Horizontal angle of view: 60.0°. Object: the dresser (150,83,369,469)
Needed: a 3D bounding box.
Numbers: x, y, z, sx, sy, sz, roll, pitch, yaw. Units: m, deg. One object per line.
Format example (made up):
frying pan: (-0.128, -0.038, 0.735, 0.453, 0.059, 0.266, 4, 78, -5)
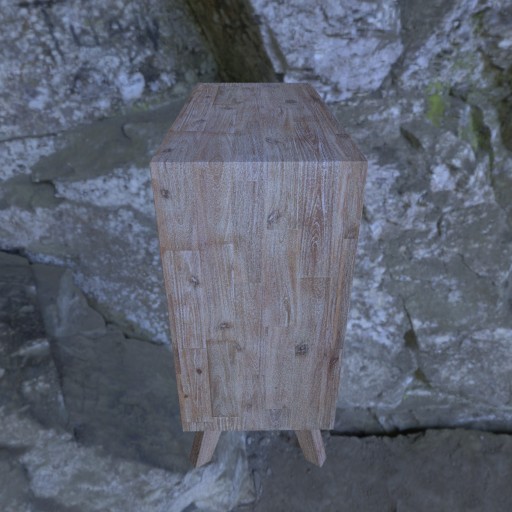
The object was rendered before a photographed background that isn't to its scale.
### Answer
dresser: (0.000, 0.000, 1.607, 0.455, 1.029, 0.998, 0, 30, -1)
